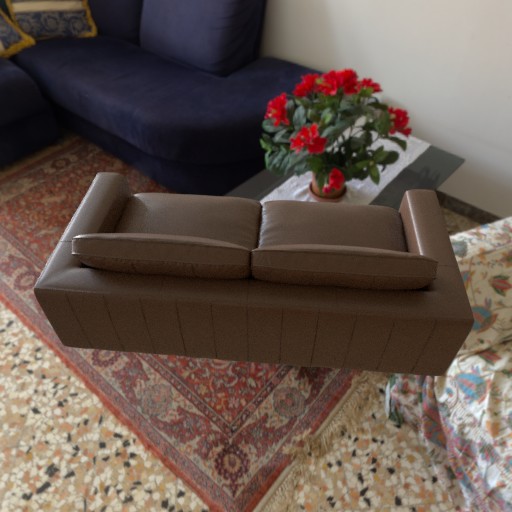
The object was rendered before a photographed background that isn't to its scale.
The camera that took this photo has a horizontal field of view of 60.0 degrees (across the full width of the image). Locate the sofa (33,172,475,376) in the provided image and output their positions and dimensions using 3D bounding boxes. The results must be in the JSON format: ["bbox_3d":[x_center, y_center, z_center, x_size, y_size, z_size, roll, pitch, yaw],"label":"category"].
[{"bbox_3d":[0.000,0.000,2.703,2.262,0.801,1.070,4,47,3],"label":"sofa"}]
